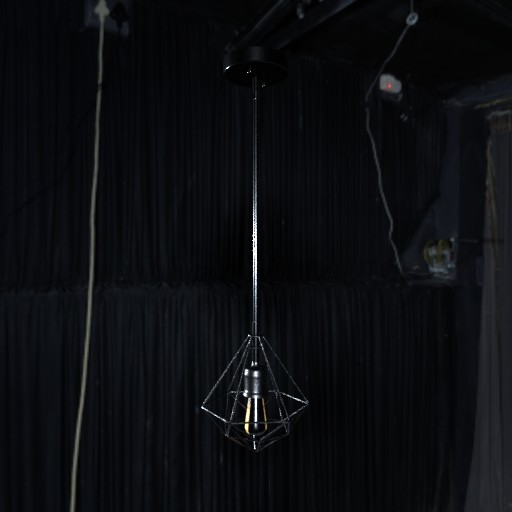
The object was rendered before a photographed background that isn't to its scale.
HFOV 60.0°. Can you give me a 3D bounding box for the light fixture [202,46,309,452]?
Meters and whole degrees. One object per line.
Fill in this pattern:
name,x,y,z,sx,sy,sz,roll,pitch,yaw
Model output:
light fixture,0.000,0.000,2.008,0.431,1.764,0.487,0,-1,-35
